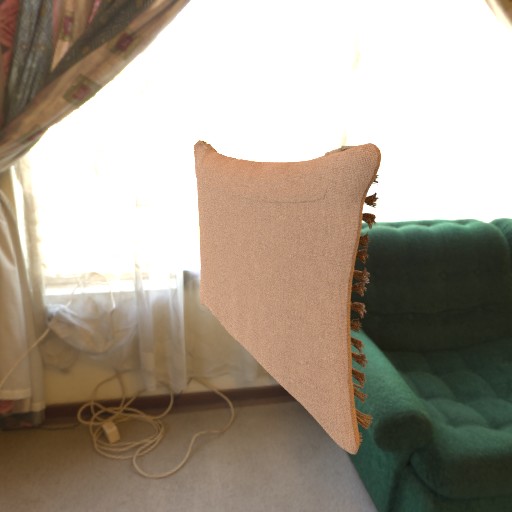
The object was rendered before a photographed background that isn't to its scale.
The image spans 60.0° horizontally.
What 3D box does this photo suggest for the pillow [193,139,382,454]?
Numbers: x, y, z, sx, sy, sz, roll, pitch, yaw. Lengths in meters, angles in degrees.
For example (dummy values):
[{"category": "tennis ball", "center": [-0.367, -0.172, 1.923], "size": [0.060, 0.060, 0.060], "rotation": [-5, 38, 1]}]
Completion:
[{"category": "pillow", "center": [0.000, 0.000, 0.600], "size": [0.084, 0.305, 0.466], "rotation": [-7, 16, -25]}]
